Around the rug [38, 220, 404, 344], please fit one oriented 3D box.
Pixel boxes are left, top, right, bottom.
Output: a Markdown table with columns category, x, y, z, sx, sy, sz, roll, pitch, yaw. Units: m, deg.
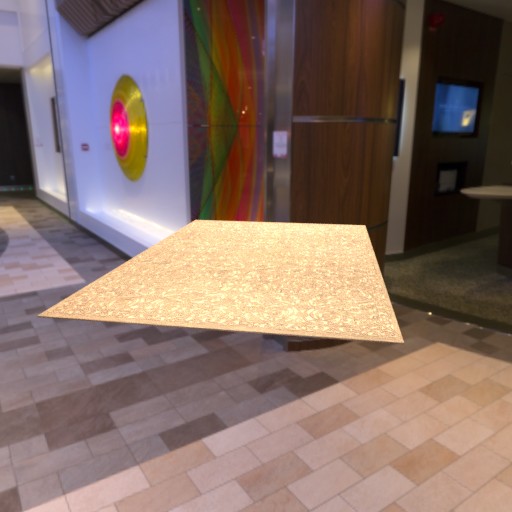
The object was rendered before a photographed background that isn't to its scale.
| category | x | y | z | sx | sy | sz | roll | pitch | yaw |
| --- | --- | --- | --- | --- | --- | --- | --- | --- | --- |
| rug | 0.000 | 0.000 | 2.303 | 1.221 | 0.006 | 1.827 | 3 | 15 | 9 |
